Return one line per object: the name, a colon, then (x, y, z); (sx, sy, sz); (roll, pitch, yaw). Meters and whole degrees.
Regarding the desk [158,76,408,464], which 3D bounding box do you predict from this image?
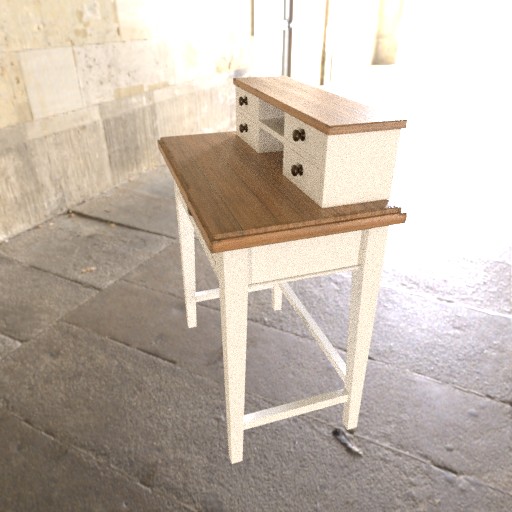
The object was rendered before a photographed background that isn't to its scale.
desk: (0.000, 0.000, 1.432); (0.462, 0.981, 0.814); (-9, 31, -16)
